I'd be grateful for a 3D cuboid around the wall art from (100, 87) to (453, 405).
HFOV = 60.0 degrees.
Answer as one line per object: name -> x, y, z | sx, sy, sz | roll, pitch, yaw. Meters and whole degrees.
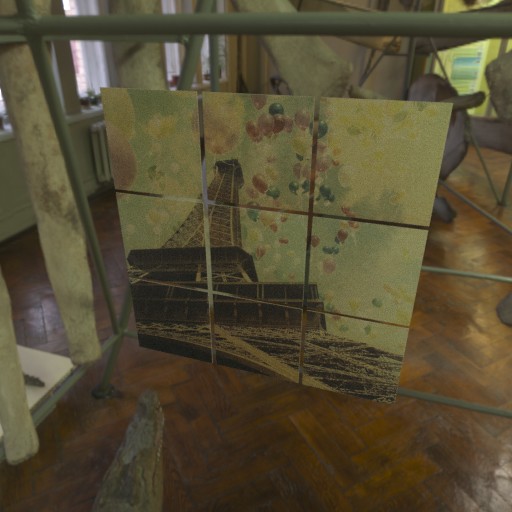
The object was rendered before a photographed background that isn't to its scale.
wall art -> 0.000, 0.000, 2.177 | 1.517, 1.505, 0.002 | 9, 29, 16
